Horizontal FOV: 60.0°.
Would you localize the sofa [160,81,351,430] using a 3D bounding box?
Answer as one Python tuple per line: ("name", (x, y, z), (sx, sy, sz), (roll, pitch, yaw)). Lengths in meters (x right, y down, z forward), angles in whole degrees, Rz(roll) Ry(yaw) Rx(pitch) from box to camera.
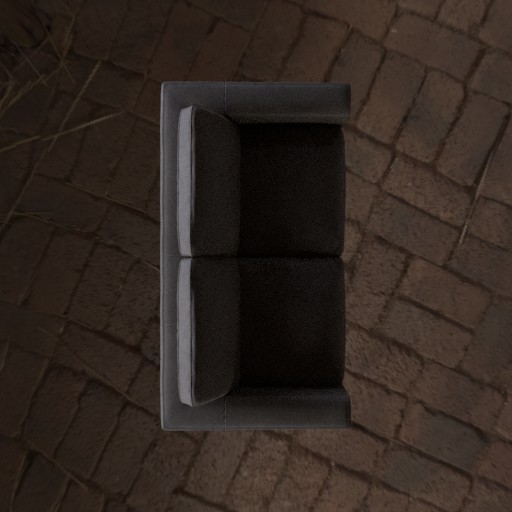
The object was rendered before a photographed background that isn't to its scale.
("sofa", (0.000, 0.000, 2.585), (1.070, 0.800, 1.920), (0, 90, 0))
